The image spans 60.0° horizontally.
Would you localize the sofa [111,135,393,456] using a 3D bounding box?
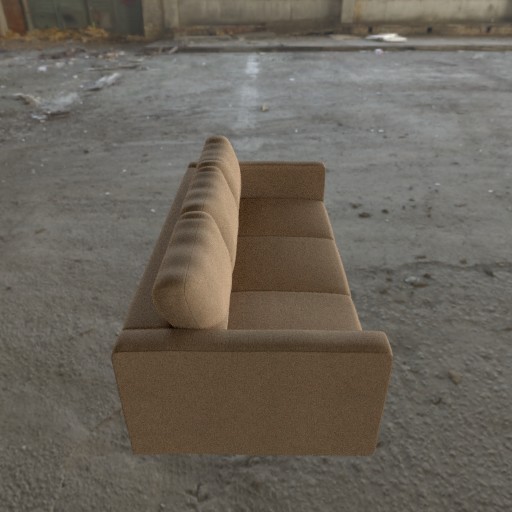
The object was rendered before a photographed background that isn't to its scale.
[{"bbox_3d":[0.000,0.000,2.301,0.930,0.800,1.855,0,31,0],"label":"sofa"}]
